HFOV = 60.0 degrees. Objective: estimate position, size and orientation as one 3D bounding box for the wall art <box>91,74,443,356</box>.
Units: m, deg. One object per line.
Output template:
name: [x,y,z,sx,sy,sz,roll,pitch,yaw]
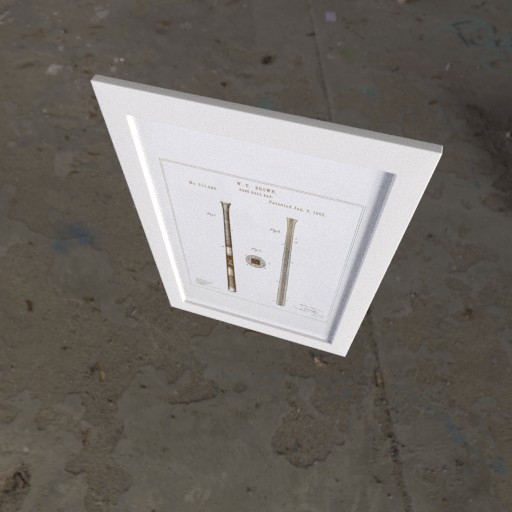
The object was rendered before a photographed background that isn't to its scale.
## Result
wall art: [0.000,0.000,0.601,0.329,0.482,0.011,15,58,9]
